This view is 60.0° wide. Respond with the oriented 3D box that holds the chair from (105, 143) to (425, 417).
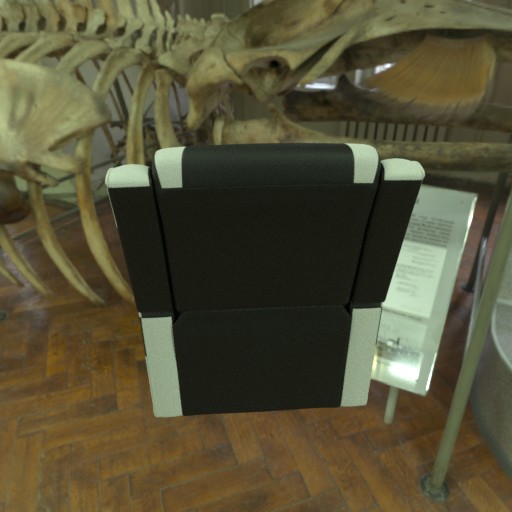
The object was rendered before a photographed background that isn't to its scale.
[{"bbox_3d":[0.000,0.000,1.293,0.620,0.805,0.672,-2,29,-4],"label":"chair"}]
